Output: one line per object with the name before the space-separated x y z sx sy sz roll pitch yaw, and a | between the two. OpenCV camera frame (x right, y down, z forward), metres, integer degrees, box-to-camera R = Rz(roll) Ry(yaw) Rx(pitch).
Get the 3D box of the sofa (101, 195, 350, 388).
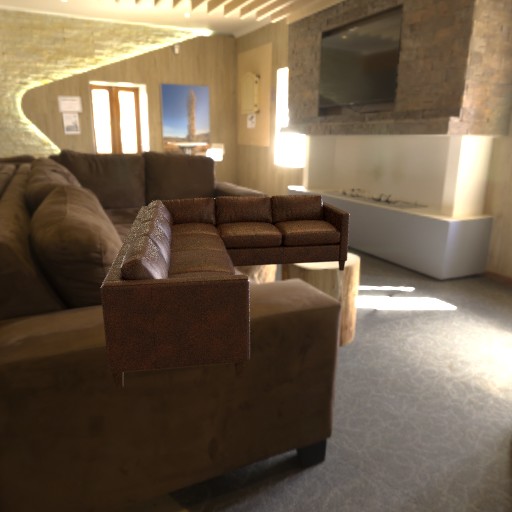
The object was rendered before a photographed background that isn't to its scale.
sofa | 0.000 0.000 4.392 2.438 0.836 3.152 -3 15 -9
